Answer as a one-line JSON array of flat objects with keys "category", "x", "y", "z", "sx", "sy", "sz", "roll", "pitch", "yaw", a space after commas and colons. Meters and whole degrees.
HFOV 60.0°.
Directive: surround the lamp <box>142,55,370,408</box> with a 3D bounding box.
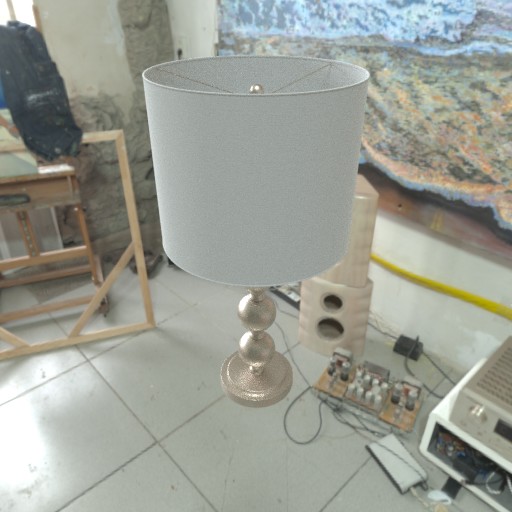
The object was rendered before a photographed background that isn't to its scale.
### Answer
[{"category": "lamp", "x": 0.000, "y": 0.000, "z": 0.688, "sx": 0.277, "sy": 0.538, "sz": 0.277, "roll": 9, "pitch": 33, "yaw": 15}]
